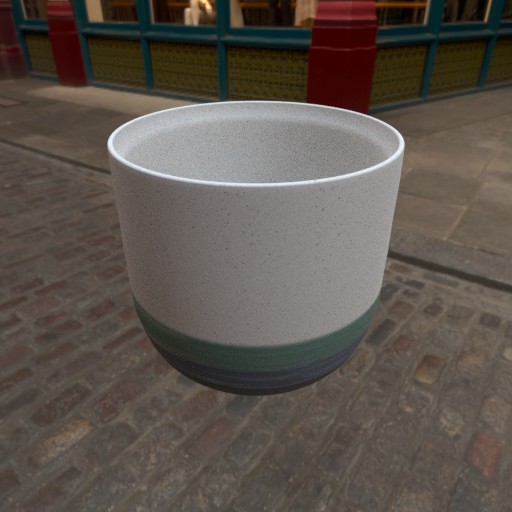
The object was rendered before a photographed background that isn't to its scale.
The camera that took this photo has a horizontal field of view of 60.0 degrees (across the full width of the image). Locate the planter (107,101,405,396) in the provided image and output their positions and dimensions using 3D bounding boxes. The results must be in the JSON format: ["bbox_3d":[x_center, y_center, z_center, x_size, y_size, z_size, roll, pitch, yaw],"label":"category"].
[{"bbox_3d":[0.000,0.000,0.480,0.268,0.270,0.268,0,31,0],"label":"planter"}]
